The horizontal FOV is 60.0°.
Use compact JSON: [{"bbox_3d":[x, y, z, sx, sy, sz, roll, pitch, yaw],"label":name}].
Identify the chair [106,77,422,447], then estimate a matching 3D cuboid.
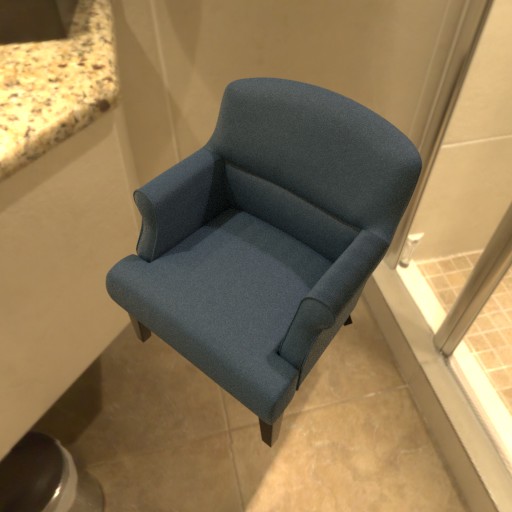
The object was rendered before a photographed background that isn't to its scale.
[{"bbox_3d":[0.000,0.000,1.479,0.770,0.878,0.754,31,55,25],"label":"chair"}]
